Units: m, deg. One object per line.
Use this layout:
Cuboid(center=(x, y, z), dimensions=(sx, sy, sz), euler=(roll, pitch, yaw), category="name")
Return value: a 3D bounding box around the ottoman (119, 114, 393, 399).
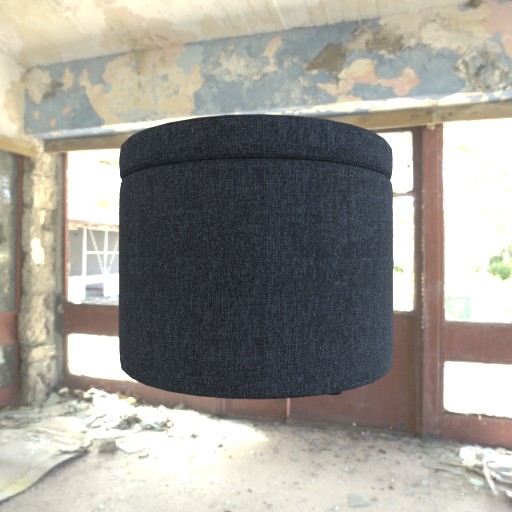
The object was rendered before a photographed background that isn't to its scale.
Cuboid(center=(0.000, 0.000, 0.844), dimensions=(0.500, 0.419, 0.500), euler=(0, 0, 0), category="ottoman")
